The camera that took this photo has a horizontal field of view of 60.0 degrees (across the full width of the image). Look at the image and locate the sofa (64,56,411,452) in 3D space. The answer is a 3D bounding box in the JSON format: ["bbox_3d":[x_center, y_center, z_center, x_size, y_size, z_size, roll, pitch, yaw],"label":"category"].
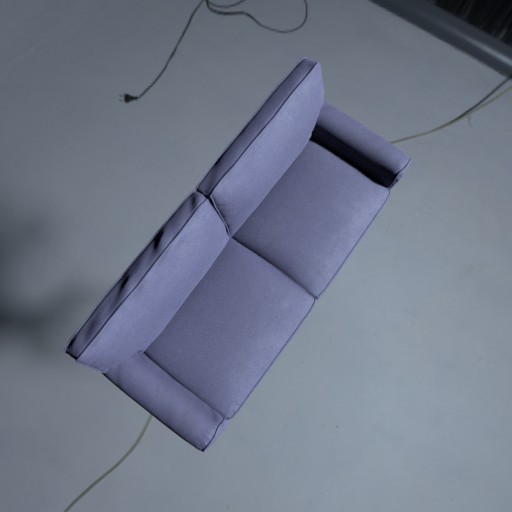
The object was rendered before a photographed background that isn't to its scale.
[{"bbox_3d":[0.000,0.000,2.841,0.983,1.094,2.256,36,79,8],"label":"sofa"}]
